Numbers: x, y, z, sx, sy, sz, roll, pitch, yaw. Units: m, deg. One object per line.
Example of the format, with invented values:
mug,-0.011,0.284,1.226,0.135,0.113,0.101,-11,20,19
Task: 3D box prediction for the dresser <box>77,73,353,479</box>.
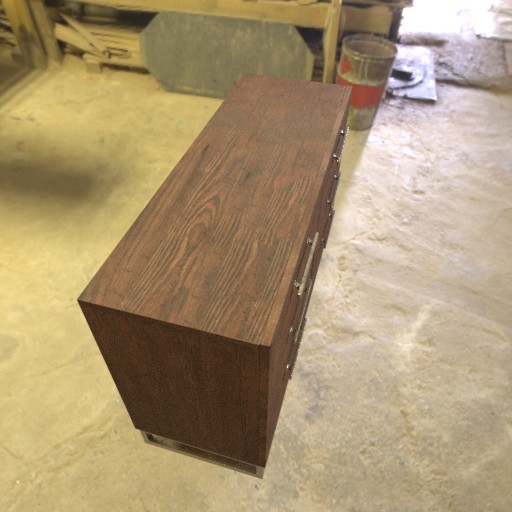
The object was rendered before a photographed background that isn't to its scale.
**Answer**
dresser,0.000,0.000,2.172,0.623,1.061,1.646,12,47,11
